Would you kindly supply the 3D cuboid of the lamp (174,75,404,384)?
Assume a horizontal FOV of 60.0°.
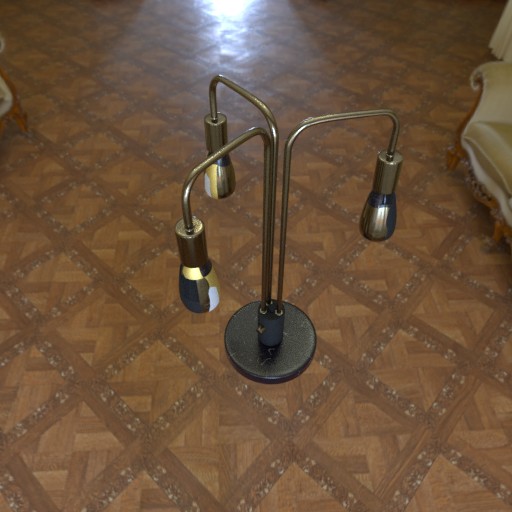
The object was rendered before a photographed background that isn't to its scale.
[{"bbox_3d":[0.000,0.000,0.804,0.355,0.560,0.368,32,55,26],"label":"lamp"}]
